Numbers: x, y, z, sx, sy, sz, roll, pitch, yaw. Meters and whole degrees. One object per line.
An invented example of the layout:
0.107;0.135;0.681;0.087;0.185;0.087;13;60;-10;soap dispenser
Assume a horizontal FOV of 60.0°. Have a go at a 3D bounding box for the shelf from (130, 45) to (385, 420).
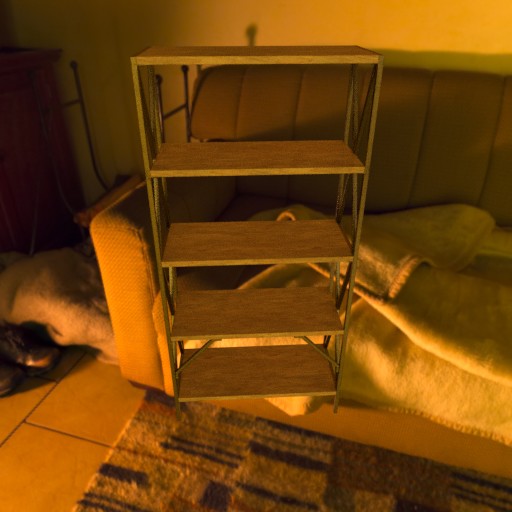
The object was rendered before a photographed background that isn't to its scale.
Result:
0.000;0.000;2.135;0.874;1.803;0.386;-2;30;-3;shelf
